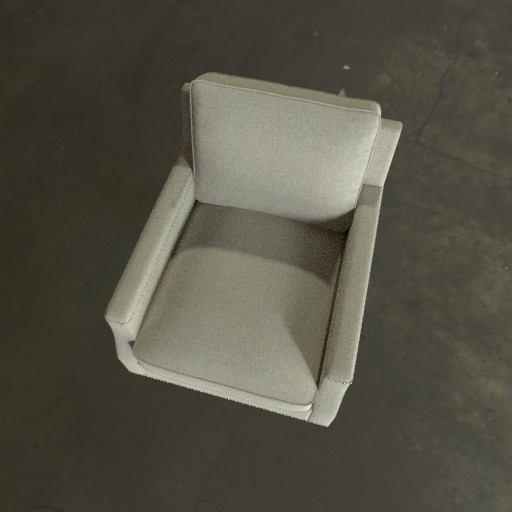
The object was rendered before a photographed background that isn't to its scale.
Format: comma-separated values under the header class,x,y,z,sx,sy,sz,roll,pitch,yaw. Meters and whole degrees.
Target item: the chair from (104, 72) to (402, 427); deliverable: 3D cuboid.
class,x,y,z,sx,sy,sz,roll,pitch,yaw
chair,0.000,0.000,1.715,0.853,0.943,1.014,13,61,8
